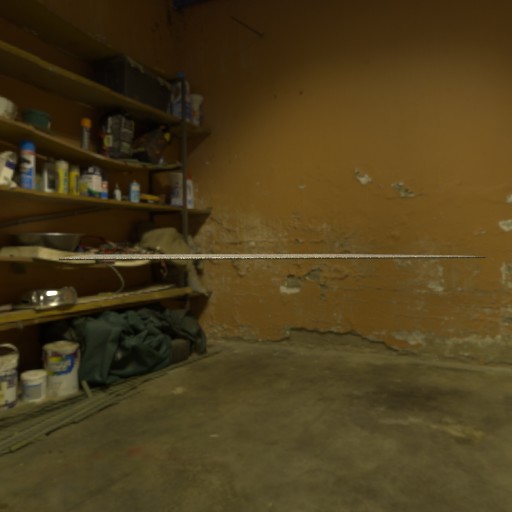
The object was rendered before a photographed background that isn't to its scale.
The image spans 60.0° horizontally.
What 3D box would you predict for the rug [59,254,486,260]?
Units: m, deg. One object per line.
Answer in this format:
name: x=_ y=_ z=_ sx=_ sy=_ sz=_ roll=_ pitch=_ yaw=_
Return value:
rug: x=0.000 y=0.000 z=2.929 sx=2.214 sy=0.013 sz=1.609 roll=0 pitch=1 yaw=-17
